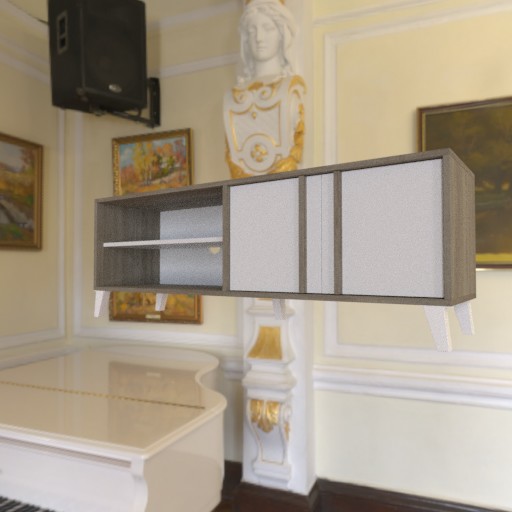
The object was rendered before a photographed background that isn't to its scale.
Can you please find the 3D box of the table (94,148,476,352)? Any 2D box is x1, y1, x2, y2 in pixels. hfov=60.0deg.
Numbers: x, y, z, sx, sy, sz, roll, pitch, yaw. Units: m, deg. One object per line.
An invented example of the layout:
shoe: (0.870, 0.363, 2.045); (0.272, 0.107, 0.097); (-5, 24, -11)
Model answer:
table: (0.000, 0.000, 1.736); (1.500, 0.530, 0.400); (-1, -2, 35)
